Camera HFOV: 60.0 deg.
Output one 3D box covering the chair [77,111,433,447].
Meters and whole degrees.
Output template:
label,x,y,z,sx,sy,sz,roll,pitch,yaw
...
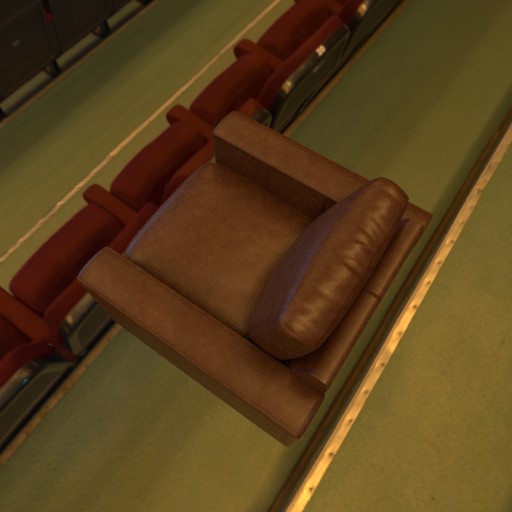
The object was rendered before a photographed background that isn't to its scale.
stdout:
label,x,y,z,sx,sy,sz,roll,pitch,yaw
chair,0.000,0.000,1.794,1.016,0.873,1.005,32,68,14
